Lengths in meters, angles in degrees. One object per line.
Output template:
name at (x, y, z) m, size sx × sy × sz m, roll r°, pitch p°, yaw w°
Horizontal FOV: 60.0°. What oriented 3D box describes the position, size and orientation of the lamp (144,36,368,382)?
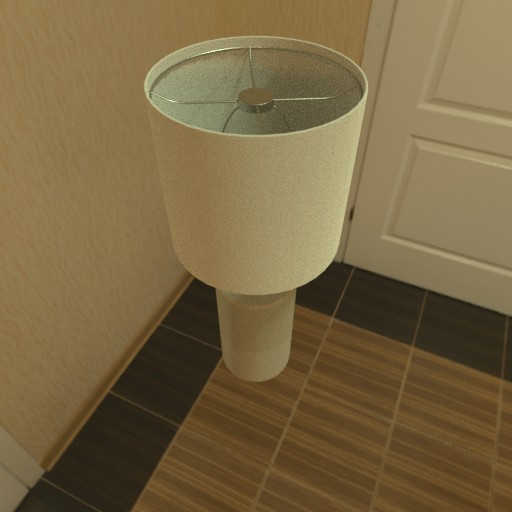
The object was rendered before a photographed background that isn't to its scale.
lamp at (0.000, 0.000, 0.601) m, size 0.212 × 0.493 × 0.212 m, roll -3°, pitch 46°, yaw -3°
